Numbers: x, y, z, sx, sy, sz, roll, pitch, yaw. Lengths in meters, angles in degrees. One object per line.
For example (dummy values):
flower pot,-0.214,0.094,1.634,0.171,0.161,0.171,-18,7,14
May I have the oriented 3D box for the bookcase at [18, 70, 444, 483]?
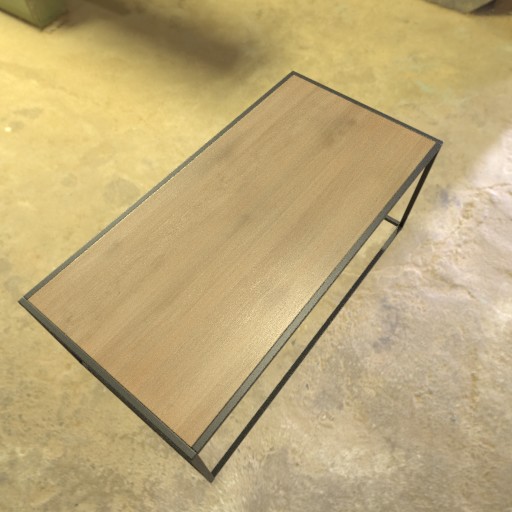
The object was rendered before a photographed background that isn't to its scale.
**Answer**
bookcase,0.000,0.000,1.232,0.500,0.400,1.000,34,64,19
